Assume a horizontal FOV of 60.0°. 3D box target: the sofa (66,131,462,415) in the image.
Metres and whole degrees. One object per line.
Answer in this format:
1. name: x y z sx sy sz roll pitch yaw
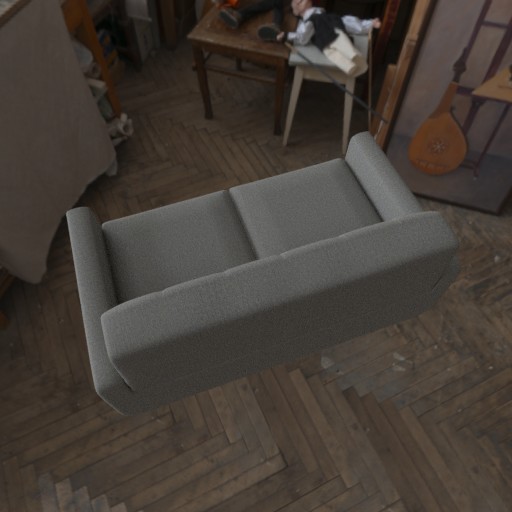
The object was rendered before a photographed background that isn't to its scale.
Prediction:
1. sofa: 0.000 0.000 2.211 1.651 0.925 0.952 -17 60 -10
